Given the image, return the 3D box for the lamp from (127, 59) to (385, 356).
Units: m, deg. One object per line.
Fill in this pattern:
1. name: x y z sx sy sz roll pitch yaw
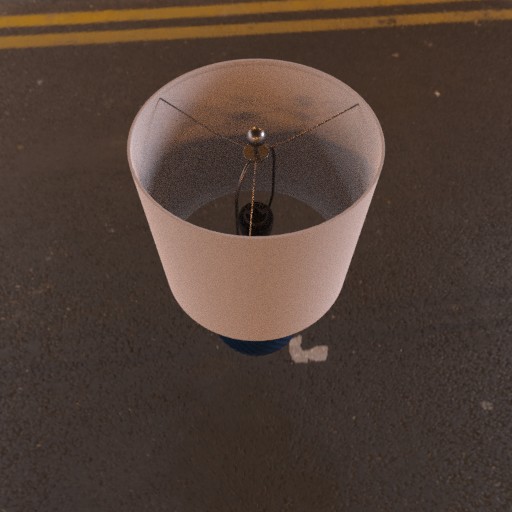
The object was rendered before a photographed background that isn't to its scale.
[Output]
1. lamp: 0.000 0.000 0.503 0.203 0.368 0.203 28 61 17
